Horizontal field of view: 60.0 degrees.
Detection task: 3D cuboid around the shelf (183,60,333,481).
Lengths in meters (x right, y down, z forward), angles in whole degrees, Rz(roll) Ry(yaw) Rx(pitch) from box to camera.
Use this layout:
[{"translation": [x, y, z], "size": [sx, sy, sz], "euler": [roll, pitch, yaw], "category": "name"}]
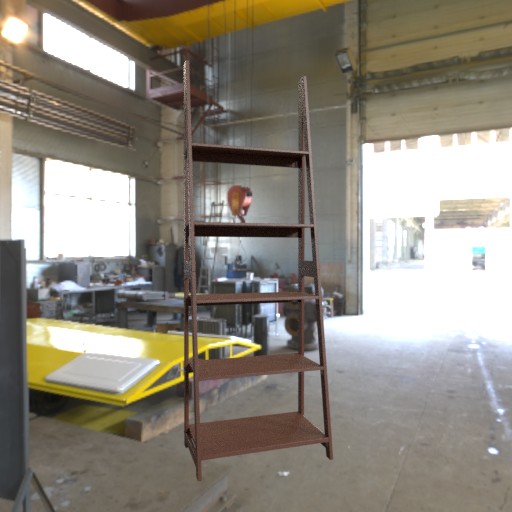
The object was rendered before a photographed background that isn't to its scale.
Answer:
[{"translation": [0.000, 0.000, 1.995], "size": [0.600, 1.770, 0.350], "euler": [0, 1, -18], "category": "shelf"}]
